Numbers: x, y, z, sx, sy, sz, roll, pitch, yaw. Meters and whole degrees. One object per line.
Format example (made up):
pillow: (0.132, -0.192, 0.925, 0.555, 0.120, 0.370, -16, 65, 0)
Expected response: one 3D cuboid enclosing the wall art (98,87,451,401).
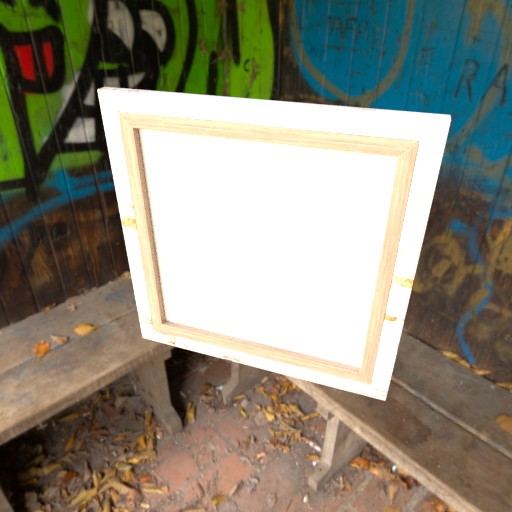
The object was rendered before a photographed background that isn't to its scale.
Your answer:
wall art: (0.000, 0.000, 1.501, 1.015, 1.018, 0.040, 11, 34, 16)
